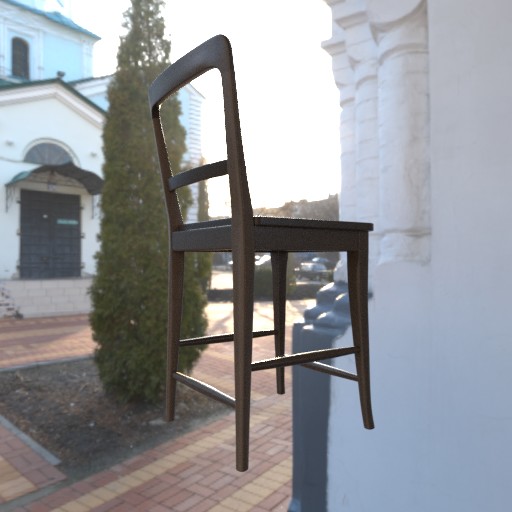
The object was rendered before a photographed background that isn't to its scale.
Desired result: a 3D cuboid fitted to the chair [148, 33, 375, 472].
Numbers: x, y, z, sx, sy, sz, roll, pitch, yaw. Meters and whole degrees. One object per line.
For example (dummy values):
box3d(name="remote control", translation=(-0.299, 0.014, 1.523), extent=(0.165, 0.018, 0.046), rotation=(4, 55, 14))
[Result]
box3d(name="chair", translation=(0.000, 0.000, 1.288), extent=(0.546, 0.991, 0.450), rotation=(0, -1, -36))
